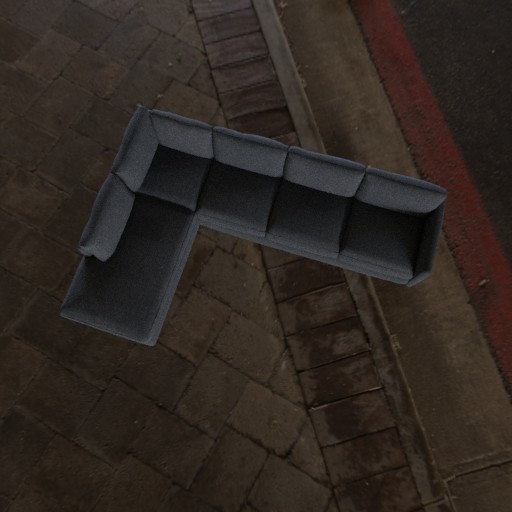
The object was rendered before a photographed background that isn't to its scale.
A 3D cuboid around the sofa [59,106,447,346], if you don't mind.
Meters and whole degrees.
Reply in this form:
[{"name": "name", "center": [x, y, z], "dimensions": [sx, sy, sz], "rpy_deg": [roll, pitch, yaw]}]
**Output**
[{"name": "sofa", "center": [0.000, 0.000, 3.907], "dimensions": [2.949, 0.815, 2.007], "rpy_deg": [16, 75, 5]}]
